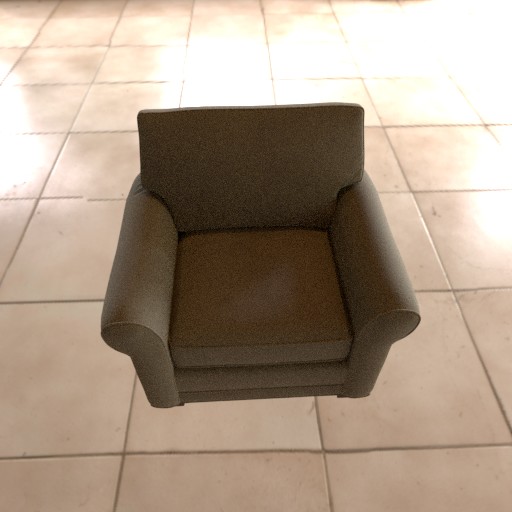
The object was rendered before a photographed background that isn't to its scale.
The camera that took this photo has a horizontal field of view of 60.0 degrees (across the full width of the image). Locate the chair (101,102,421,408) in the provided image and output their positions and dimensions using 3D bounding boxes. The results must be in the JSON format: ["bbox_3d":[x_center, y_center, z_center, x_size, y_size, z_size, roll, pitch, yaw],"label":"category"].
[{"bbox_3d":[0.000,0.000,1.928,1.147,1.044,0.939,-2,47,-2],"label":"chair"}]
